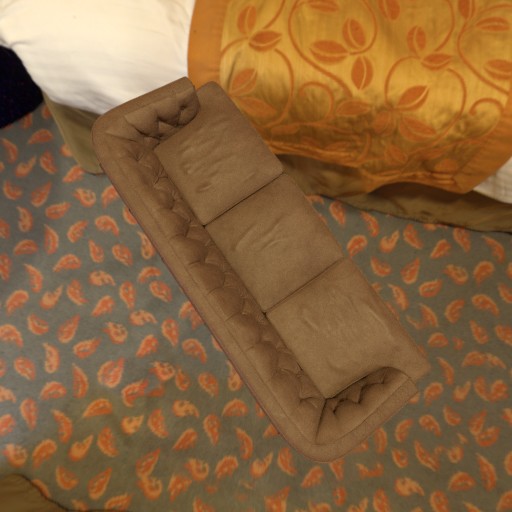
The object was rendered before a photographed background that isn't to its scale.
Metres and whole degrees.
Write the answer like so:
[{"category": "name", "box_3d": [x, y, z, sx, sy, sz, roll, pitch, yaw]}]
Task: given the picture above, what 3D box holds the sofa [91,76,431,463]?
[{"category": "sofa", "box_3d": [0.000, 0.000, 2.655, 0.927, 0.787, 2.227, -34, 79, -7]}]
